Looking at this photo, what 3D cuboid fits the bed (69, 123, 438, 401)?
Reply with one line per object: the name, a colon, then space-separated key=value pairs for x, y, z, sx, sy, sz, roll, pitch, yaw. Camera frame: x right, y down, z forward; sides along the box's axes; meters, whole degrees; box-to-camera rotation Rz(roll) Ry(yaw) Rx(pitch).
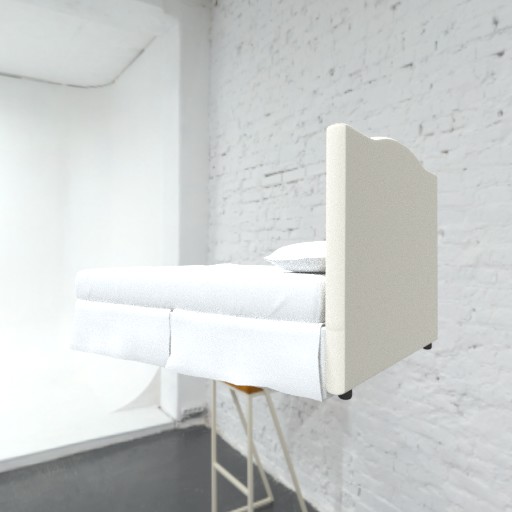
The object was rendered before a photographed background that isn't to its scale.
bed: x=0.000 y=0.000 z=3.455 sx=2.282 sy=1.436 sz=1.821 roll=0 pitch=0 yaw=36
